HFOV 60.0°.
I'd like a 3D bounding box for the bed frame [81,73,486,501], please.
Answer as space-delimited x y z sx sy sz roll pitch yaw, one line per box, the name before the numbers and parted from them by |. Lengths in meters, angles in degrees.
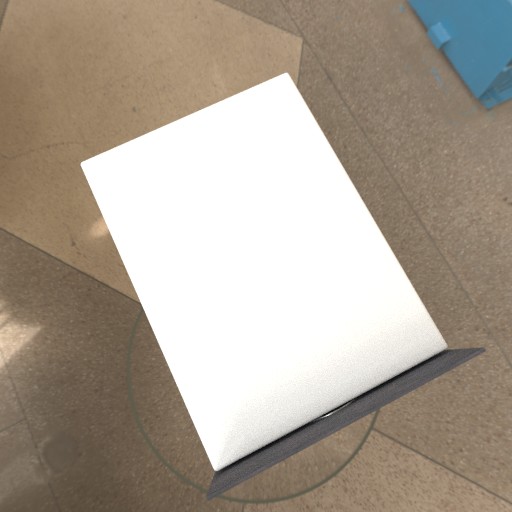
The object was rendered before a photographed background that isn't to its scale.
bed frame | 0.000 0.000 2.534 1.400 0.800 1.900 -26 78 -6
